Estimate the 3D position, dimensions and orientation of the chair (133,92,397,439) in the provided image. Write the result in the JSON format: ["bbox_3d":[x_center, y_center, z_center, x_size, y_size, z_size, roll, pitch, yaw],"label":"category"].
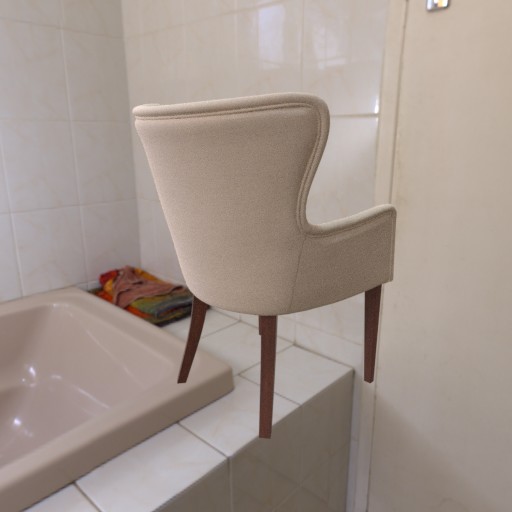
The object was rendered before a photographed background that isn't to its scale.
[{"bbox_3d":[0.000,0.000,1.504,0.744,0.990,0.696,-15,21,-43],"label":"chair"}]
